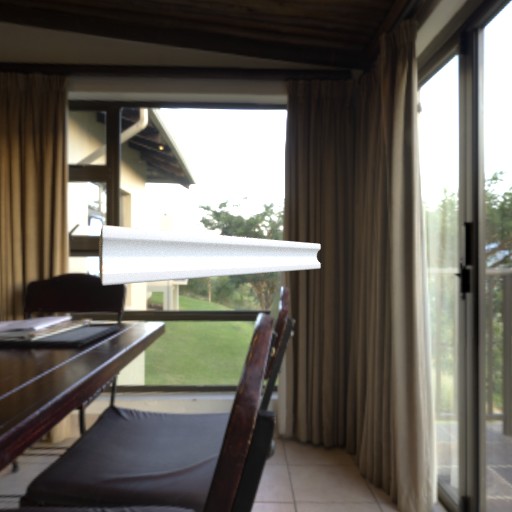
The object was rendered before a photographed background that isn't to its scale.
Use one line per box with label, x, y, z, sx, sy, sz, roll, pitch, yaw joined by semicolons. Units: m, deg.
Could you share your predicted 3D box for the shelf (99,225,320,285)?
shelf;0.000;0.000;0.442;0.296;0.035;0.296;0;0;-19
